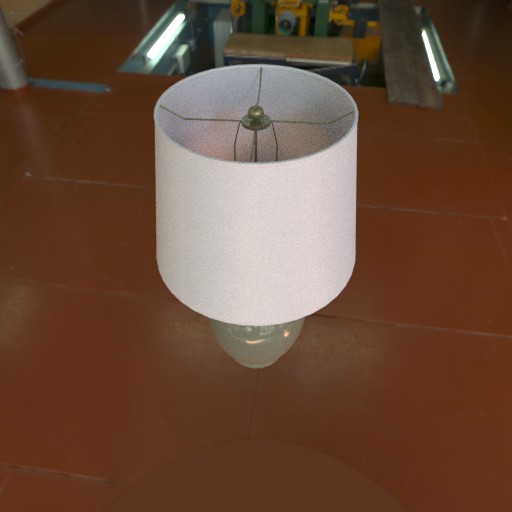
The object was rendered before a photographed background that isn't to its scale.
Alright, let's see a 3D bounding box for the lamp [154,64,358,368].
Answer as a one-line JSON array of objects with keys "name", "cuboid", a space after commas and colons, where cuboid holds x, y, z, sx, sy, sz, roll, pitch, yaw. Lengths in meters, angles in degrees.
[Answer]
[{"name": "lamp", "cuboid": [0.000, 0.000, 0.555, 0.239, 0.399, 0.239, 0, 46, 0]}]
